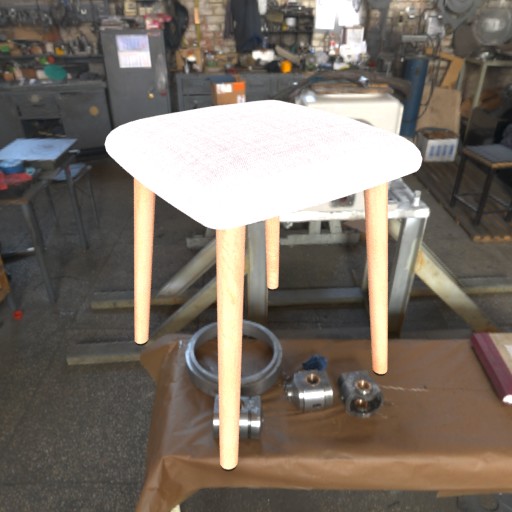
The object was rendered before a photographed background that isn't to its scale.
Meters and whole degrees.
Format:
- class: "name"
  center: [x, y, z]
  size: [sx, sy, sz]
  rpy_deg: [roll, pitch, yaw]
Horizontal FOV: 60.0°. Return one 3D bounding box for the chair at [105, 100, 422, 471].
- class: "chair"
  center: [0.000, 0.000, 0.719]
  size: [0.350, 0.440, 0.350]
  rpy_deg: [-20, 36, -30]
